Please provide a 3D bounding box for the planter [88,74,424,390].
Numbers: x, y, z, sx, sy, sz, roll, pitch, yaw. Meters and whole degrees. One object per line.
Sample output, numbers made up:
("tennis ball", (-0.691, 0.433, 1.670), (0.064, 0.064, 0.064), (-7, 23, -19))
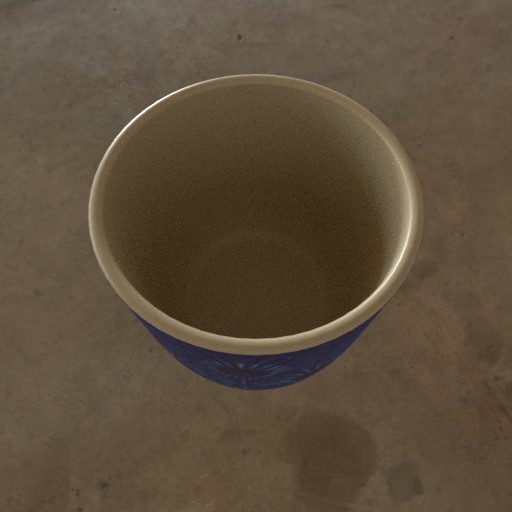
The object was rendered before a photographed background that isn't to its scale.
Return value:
("planter", (0.000, 0.000, 0.213), (0.124, 0.109, 0.124), (0, 63, 0))
